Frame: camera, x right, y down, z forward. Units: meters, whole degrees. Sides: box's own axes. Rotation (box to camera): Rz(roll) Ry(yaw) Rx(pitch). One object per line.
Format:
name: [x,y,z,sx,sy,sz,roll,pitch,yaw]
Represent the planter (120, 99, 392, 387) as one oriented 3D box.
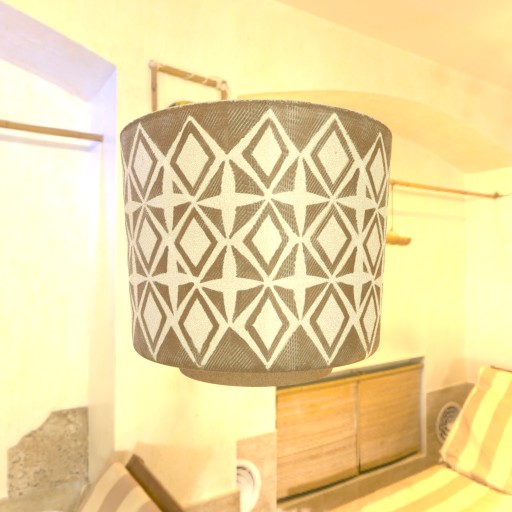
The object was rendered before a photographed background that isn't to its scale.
planter: [0.000,0.000,0.441,0.260,0.220,0.260,0,-1,0]
